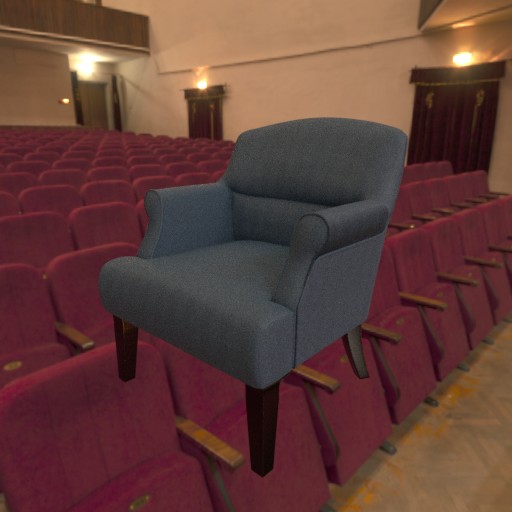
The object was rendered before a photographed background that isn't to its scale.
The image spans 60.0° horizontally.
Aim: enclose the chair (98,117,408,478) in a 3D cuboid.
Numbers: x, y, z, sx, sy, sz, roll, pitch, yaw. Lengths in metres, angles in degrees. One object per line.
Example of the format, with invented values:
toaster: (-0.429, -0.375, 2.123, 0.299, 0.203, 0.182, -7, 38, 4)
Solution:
chair: (0.000, 0.000, 1.441, 0.770, 0.878, 0.754, 14, 21, 41)
